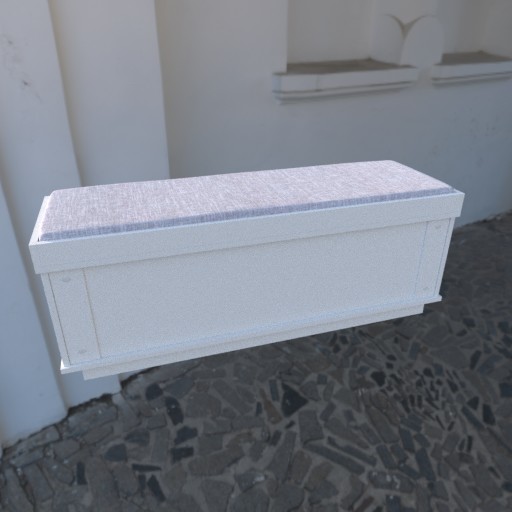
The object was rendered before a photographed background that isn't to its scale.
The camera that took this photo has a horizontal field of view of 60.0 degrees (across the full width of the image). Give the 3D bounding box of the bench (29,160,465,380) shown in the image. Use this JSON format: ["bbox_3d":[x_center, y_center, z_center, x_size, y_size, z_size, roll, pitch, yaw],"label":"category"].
[{"bbox_3d":[0.000,0.000,1.413,1.196,0.453,0.363,-8,28,-16],"label":"bench"}]
